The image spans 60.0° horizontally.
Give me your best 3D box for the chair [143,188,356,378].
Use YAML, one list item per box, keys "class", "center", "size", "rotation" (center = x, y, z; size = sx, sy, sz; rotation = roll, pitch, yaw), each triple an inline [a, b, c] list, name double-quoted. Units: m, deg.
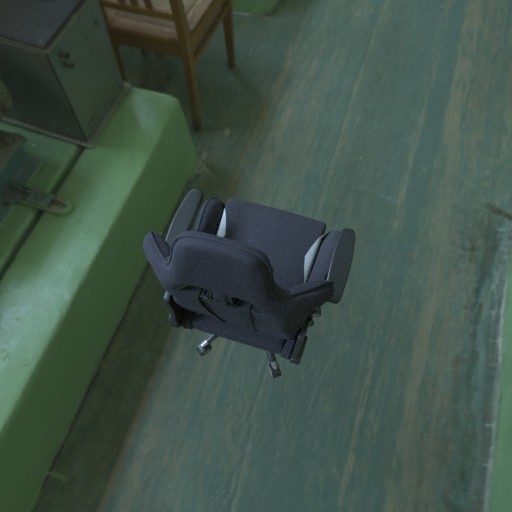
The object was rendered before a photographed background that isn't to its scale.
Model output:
- class: "chair"
  center: [0.000, 0.000, 1.748]
  size: [0.730, 1.300, 0.695]
  rotation: [15, 66, 7]
